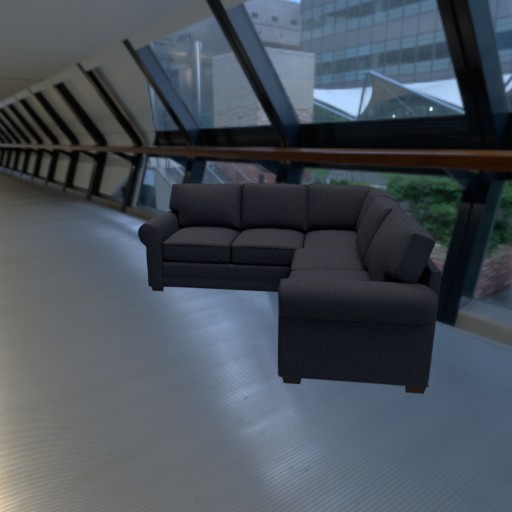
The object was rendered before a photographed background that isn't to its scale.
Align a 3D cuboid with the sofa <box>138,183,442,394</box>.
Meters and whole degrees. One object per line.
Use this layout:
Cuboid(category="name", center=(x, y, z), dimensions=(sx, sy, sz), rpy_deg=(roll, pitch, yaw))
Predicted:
Cuboid(category="sofa", center=(0.000, 0.000, 3.898), dimensions=(2.487, 1.042, 2.562), rpy_deg=(2, 16, 8))
